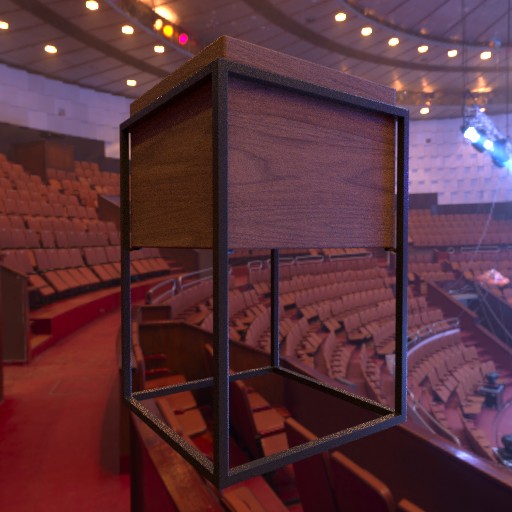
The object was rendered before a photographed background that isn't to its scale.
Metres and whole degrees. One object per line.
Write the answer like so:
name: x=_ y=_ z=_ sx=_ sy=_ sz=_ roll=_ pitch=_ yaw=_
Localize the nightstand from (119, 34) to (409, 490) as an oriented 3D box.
nightstand: x=0.000 y=0.000 z=0.854 sx=0.397 sy=0.607 sz=0.397 roll=-1 pitch=2 yaw=-35
